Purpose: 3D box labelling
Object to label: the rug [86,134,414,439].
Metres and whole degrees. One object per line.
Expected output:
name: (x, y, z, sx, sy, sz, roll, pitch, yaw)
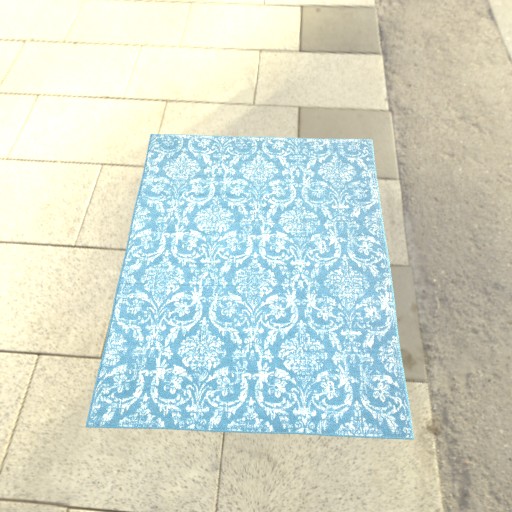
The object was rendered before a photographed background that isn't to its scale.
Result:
rug: (0.000, 0.000, 3.955, 2.363, 0.012, 2.980, 2, 59, 1)
